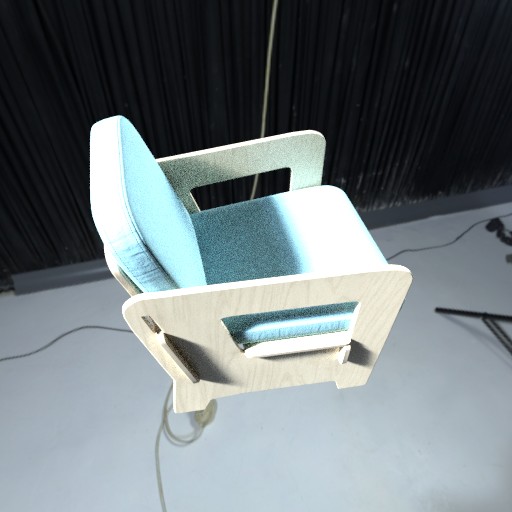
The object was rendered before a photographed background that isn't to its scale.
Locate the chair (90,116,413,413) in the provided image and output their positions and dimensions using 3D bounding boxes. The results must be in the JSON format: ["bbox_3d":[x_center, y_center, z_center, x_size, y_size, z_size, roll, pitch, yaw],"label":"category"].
[{"bbox_3d":[0.000,0.000,1.258,0.710,0.800,0.590,-11,48,-10],"label":"chair"}]
